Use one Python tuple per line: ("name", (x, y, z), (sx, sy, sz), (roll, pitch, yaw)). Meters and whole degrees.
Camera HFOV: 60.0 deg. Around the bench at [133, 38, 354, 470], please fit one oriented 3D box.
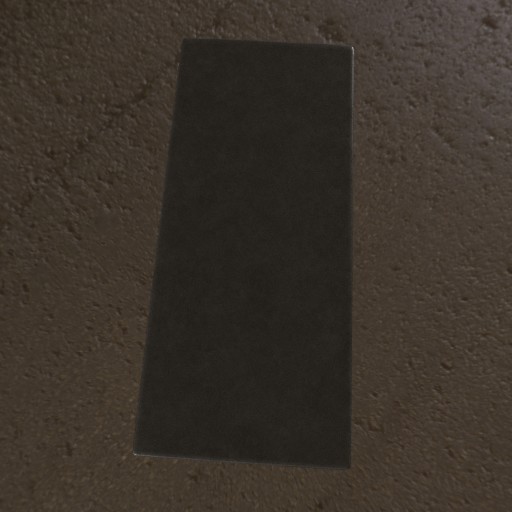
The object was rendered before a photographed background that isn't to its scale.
("bench", (0.000, 0.000, 1.151), (0.401, 0.501, 0.905), (3, 76, 1))
